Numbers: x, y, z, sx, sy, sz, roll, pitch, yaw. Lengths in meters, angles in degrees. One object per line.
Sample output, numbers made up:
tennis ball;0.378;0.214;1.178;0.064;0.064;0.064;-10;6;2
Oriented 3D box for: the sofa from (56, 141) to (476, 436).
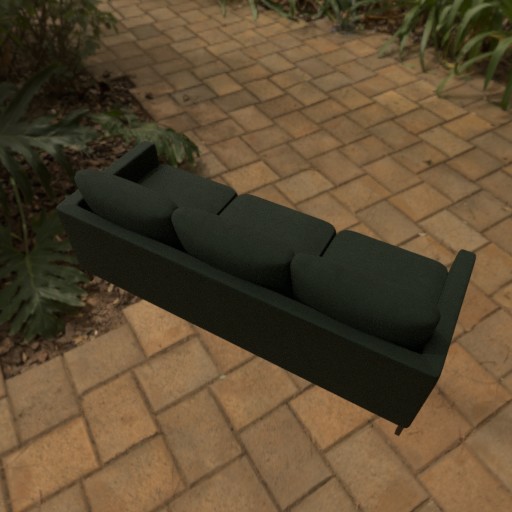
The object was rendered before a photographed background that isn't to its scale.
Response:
sofa;0.000;0.000;2.612;2.218;0.870;0.859;22;51;20
